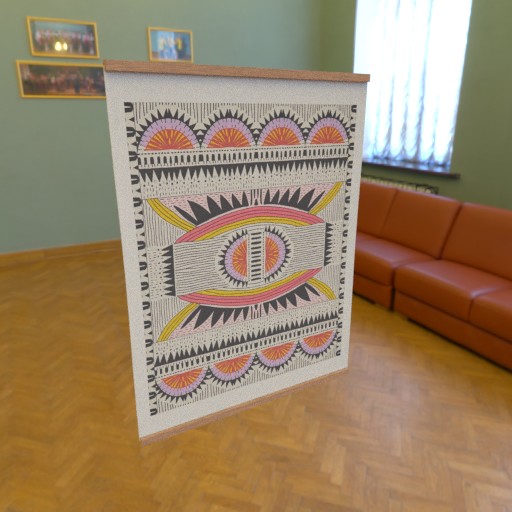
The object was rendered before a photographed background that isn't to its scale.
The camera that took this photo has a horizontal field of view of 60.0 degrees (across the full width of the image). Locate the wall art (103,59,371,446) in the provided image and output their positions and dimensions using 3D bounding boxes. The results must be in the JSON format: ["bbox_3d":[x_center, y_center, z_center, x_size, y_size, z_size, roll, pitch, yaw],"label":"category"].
[{"bbox_3d":[0.000,0.000,1.297,0.765,1.016,0.028,-10,20,-28],"label":"wall art"}]
